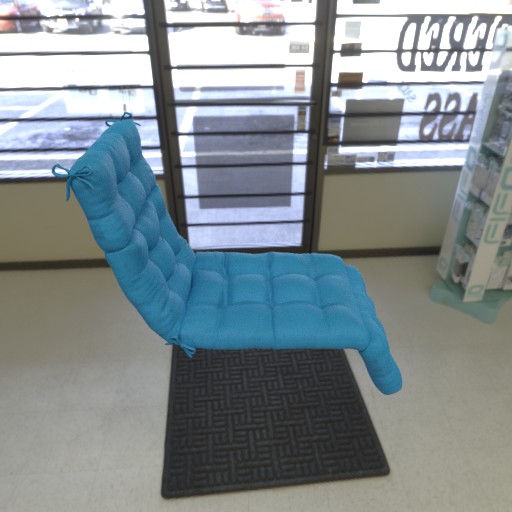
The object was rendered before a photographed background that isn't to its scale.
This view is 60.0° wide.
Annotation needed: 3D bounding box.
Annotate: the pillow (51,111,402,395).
[{"bbox_3d":[0.000,0.000,1.517,1.016,0.863,0.526,0,32,-1],"label":"pillow"}]
